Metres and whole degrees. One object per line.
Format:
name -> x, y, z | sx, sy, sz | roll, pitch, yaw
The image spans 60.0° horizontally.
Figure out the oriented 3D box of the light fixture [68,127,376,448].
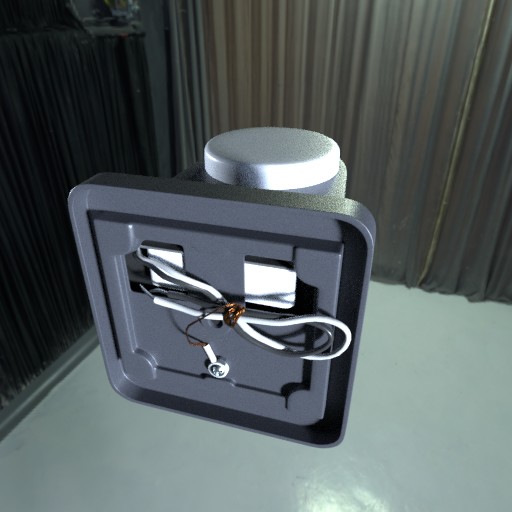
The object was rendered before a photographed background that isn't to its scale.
light fixture -> 0.000, 0.000, 0.218 | 0.109, 0.109, 0.132 | 8, 32, 14
